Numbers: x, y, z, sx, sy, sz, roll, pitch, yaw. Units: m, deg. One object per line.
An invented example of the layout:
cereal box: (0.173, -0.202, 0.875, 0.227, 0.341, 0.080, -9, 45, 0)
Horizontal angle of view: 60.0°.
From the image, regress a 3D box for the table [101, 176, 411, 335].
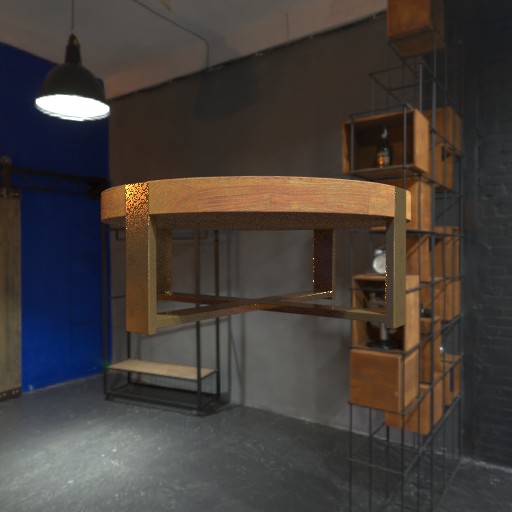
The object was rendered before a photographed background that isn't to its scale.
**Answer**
table: (0.000, 0.000, 1.676, 1.100, 0.420, 1.100, 0, 1, 0)
